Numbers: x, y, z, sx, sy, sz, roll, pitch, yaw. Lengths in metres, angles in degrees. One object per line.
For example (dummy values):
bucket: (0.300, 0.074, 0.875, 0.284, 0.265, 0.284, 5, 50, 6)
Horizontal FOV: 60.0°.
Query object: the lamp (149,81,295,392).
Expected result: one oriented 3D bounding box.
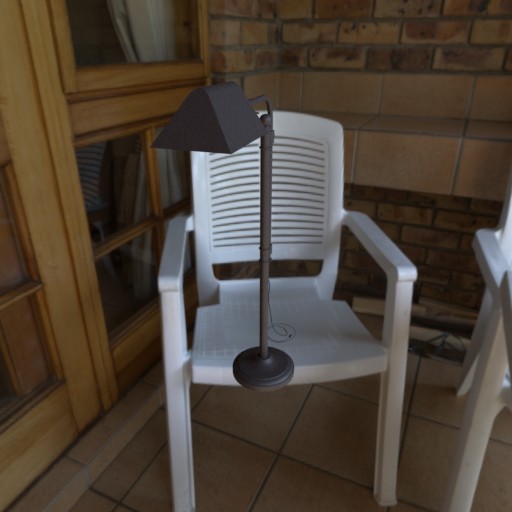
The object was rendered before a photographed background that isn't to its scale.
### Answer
lamp: (0.000, 0.000, 0.939, 0.159, 0.708, 0.545, 9, 27, 17)
